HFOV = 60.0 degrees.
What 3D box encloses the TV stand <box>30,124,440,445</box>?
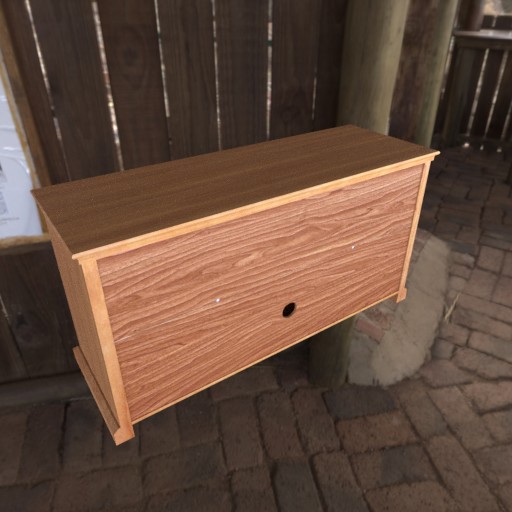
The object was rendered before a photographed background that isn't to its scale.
[{"bbox_3d":[0.000,0.000,1.469,1.181,0.607,0.417,-19,36,-29],"label":"TV stand"}]
